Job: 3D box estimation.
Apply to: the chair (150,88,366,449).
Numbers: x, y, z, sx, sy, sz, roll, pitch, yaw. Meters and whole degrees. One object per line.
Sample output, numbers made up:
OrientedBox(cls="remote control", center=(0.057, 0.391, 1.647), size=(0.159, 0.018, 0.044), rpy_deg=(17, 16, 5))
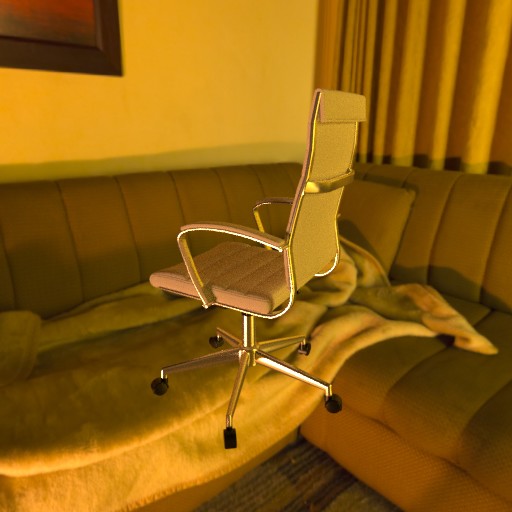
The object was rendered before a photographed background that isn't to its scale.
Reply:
OrientedBox(cls="chair", center=(0.000, 0.000, 1.678), size=(0.739, 1.149, 0.766), rpy_deg=(9, 19, 27))
